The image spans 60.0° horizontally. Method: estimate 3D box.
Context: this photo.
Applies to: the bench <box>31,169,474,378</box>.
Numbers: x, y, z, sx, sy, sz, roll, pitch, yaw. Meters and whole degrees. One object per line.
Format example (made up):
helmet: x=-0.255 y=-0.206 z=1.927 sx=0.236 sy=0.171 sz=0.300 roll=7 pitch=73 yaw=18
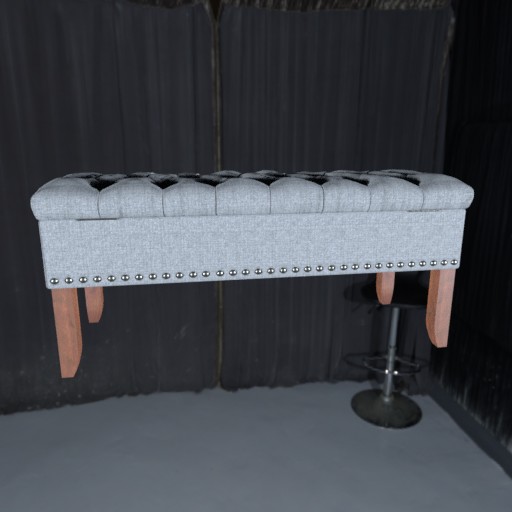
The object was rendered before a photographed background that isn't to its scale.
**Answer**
bench: x=0.000 y=0.000 z=1.271 sx=1.052 sy=0.470 sz=0.417 roll=-2 pitch=14 yaw=-9
